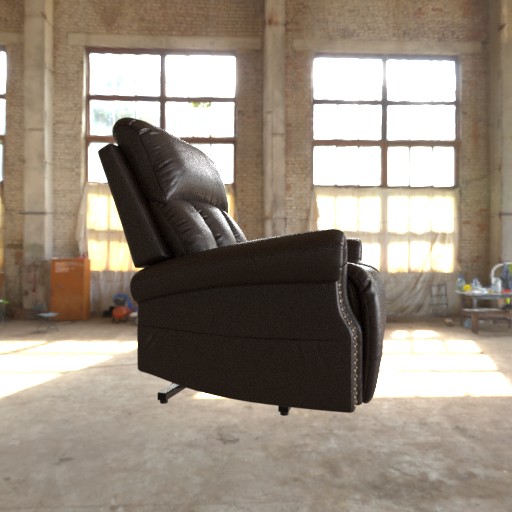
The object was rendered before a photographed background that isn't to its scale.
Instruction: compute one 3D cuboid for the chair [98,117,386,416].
[{"bbox_3d":[0.000,0.000,1.744,0.978,1.028,0.869,0,0,17],"label":"chair"}]
